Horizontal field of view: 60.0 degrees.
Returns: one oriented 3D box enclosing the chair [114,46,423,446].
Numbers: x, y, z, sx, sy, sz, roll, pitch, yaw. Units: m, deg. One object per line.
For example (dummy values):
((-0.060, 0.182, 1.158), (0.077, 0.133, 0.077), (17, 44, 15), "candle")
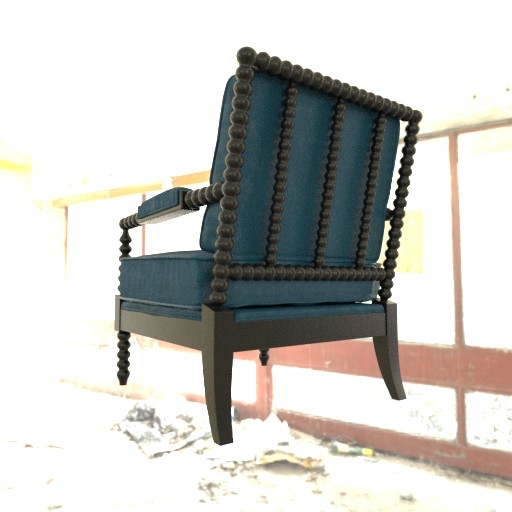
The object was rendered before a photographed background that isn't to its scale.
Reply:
((0.000, 0.000, 1.405), (0.688, 0.857, 0.805), (2, -4, -36), "chair")
